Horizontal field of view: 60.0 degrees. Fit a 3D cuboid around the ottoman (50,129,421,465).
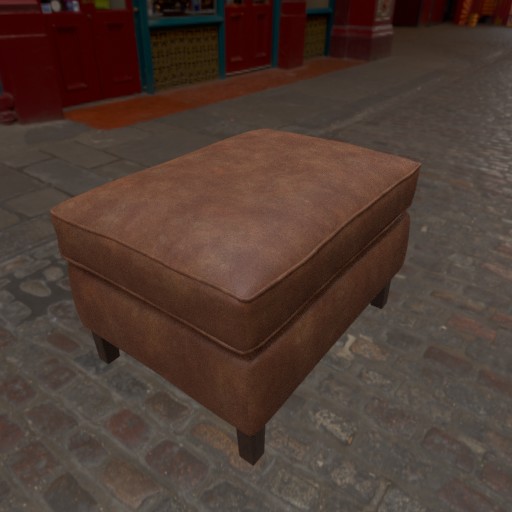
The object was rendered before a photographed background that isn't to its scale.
[{"bbox_3d":[0.000,0.000,0.986,0.501,0.418,0.665,22,38,31],"label":"ottoman"}]
